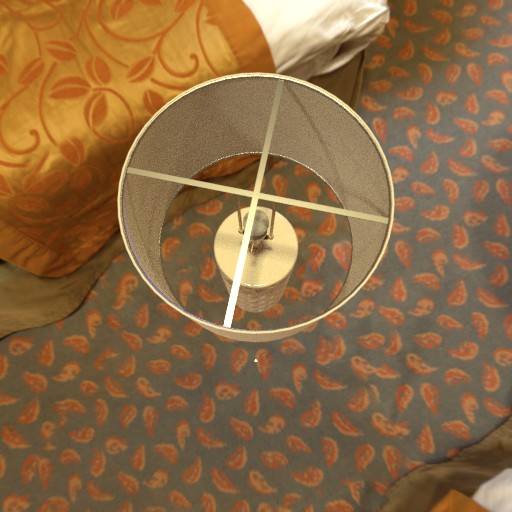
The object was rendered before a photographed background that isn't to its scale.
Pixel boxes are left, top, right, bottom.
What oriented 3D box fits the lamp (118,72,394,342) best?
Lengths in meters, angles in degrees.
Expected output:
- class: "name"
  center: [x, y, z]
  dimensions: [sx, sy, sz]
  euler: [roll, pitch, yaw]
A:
- class: "lamp"
  center: [0.000, 0.000, 0.831]
  dimensions: [0.325, 0.636, 0.324]
  euler: [11, 77, 3]
